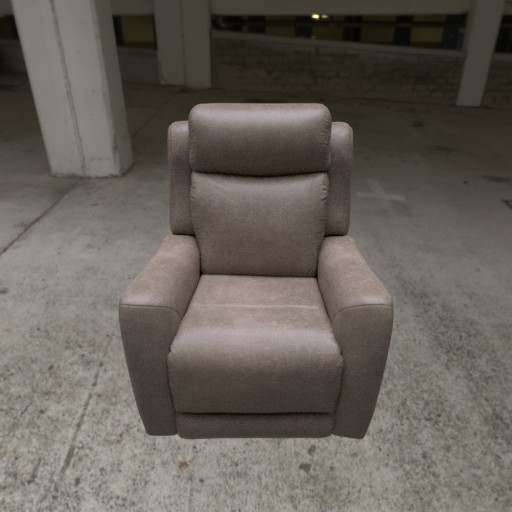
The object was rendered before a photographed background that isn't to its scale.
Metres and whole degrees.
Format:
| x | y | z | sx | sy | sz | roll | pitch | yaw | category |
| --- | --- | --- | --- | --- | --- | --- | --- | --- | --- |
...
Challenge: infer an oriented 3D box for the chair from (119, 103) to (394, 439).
| x | y | z | sx | sy | sz | roll | pitch | yaw | category |
| --- | --- | --- | --- | --- | --- | --- | --- | --- | --- |
| 0.000 | 0.000 | 1.922 | 0.967 | 1.116 | 1.068 | 1 | 30 | 1 | chair |
